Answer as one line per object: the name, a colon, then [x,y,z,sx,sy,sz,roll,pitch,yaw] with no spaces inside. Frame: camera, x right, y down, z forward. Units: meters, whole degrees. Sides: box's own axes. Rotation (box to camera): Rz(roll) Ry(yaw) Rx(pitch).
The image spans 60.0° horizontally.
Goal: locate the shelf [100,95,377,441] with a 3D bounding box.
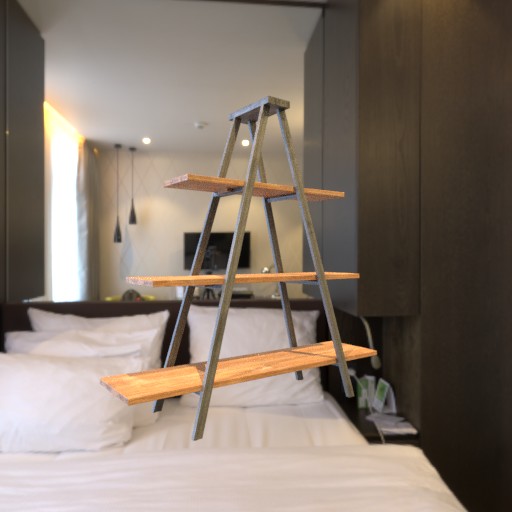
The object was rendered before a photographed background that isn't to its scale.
shelf: [0.000,0.000,2.696,1.746,1.808,0.508,0,0,-36]
